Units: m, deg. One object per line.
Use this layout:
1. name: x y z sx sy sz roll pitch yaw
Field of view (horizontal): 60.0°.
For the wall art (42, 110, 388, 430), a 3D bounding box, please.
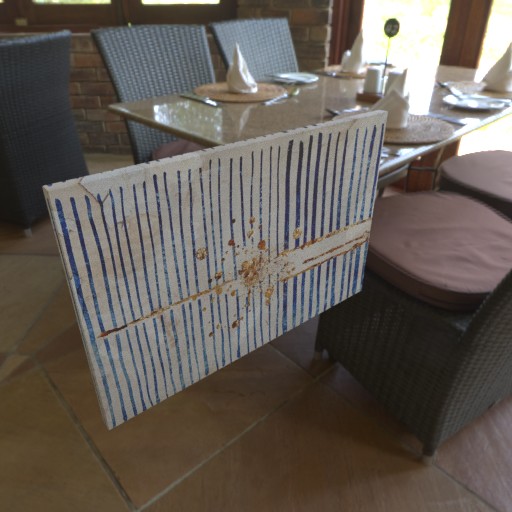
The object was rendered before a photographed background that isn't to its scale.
1. wall art: 0.000 0.000 1.436 1.143 0.757 0.038 -22 37 -33
